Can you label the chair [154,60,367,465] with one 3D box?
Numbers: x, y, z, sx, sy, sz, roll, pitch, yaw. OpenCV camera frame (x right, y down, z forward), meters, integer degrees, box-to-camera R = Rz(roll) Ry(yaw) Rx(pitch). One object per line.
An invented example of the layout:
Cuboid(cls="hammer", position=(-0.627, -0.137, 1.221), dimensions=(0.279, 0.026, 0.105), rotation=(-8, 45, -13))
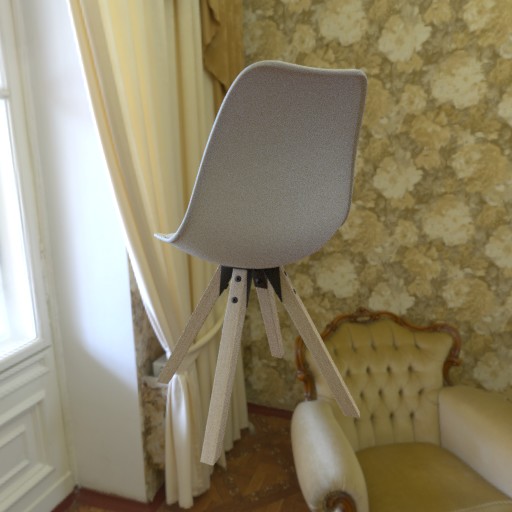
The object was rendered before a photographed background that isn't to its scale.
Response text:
Cuboid(cls="chair", position=(0.000, 0.000, 1.165), dimensions=(0.485, 0.850, 0.550), rotation=(-6, 14, -26))
